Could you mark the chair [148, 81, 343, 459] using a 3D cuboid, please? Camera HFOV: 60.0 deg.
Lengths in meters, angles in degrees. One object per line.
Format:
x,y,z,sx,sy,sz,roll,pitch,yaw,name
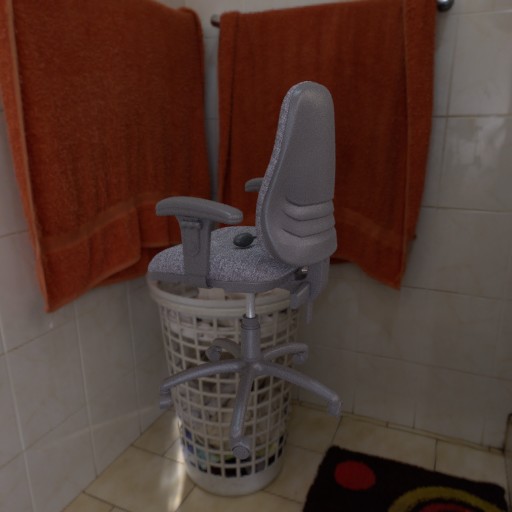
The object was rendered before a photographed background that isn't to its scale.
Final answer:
0.000,0.000,1.258,0.530,0.910,0.550,8,18,25,chair
